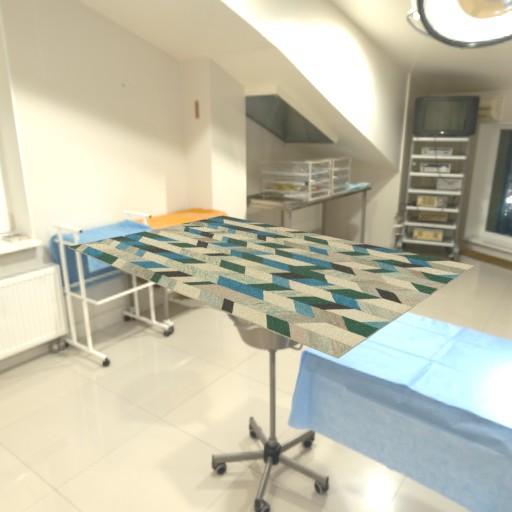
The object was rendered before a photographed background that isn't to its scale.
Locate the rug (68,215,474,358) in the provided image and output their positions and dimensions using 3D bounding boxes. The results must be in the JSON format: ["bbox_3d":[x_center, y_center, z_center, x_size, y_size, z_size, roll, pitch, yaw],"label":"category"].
[{"bbox_3d":[0.000,0.000,2.367,1.827,0.005,1.229,15,22,41],"label":"rug"}]
